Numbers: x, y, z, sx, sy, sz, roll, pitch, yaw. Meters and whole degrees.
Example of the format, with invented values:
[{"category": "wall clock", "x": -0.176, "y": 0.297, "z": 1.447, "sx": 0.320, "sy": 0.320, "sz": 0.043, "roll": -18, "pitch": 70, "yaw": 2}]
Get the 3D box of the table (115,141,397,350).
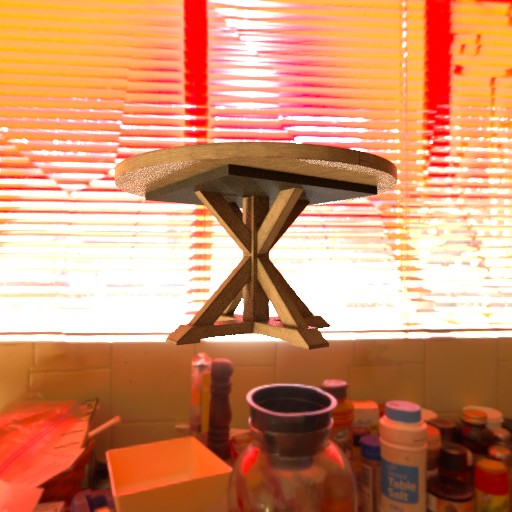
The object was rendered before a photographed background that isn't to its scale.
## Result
[{"category": "table", "x": 0.000, "y": 0.000, "z": 2.229, "sx": 1.363, "sy": 0.781, "sz": 1.363, "roll": 0, "pitch": -1, "yaw": 0}]
